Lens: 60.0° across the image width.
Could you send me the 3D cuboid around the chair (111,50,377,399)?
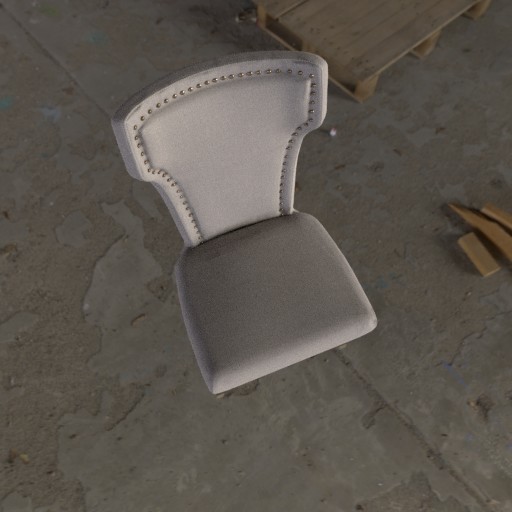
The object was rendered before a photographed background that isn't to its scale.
[{"bbox_3d":[0.000,0.000,1.316,0.526,0.950,0.630,-20,65,-9],"label":"chair"}]
